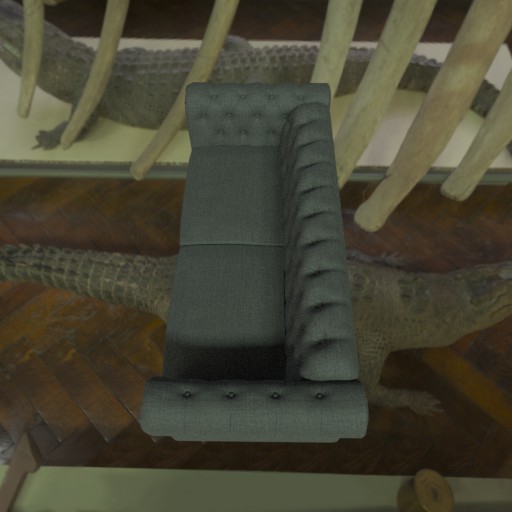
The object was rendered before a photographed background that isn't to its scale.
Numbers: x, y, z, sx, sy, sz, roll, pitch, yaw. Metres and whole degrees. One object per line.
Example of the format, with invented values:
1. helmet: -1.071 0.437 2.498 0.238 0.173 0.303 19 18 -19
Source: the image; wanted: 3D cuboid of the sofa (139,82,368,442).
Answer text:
1. sofa: 0.000 0.000 2.230 0.783 0.797 1.798 0 59 0
